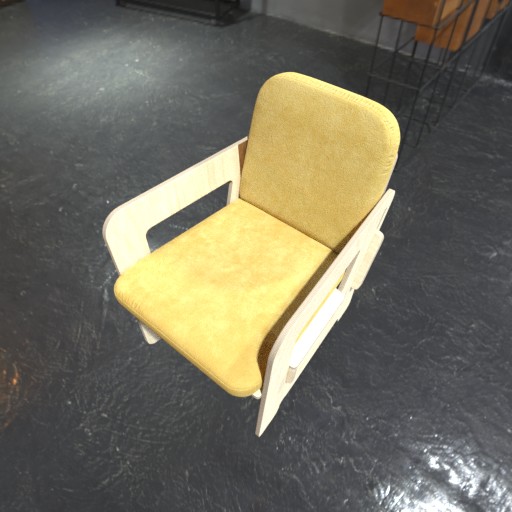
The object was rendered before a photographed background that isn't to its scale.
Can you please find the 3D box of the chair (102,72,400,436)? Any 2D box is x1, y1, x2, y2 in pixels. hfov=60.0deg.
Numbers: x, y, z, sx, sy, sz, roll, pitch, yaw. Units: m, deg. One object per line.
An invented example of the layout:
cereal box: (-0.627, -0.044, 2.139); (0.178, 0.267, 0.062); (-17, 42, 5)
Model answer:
chair: (0.000, 0.000, 1.310); (0.590, 0.800, 0.710); (32, 55, 25)
